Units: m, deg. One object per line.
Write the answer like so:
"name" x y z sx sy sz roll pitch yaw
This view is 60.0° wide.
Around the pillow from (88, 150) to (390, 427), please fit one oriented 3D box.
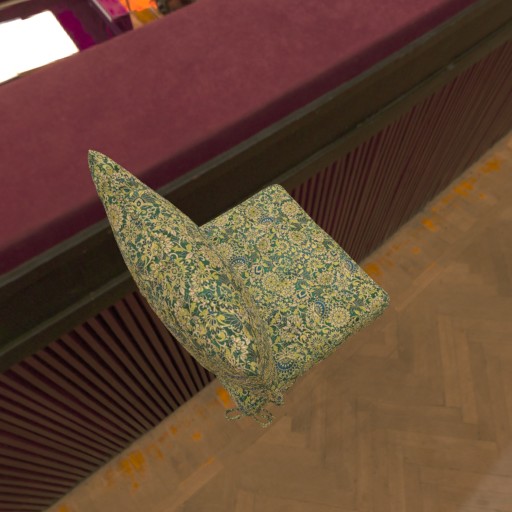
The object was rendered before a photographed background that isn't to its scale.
"pillow" 0.000 0.000 1.434 0.740 0.722 0.798 -33 65 -18
